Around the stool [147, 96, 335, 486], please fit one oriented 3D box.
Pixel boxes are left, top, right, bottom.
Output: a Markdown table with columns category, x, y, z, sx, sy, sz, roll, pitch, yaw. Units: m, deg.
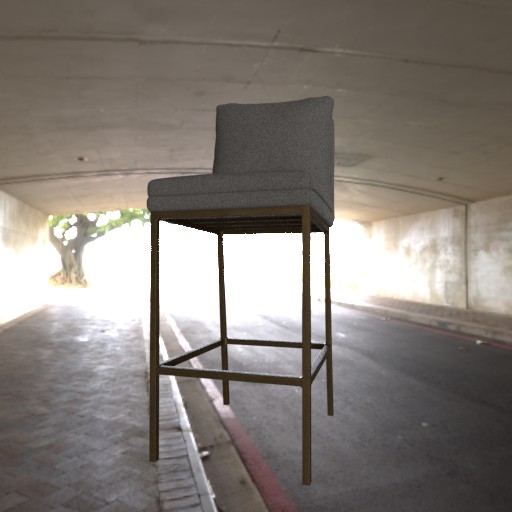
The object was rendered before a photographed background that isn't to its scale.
| category | x | y | z | sx | sy | sz | roll | pitch | yaw |
| --- | --- | --- | --- | --- | --- | --- | --- | --- | --- |
| stool | 0.000 | 0.000 | 1.410 | 0.463 | 1.130 | 0.569 | 0 | -1 | 17 |
